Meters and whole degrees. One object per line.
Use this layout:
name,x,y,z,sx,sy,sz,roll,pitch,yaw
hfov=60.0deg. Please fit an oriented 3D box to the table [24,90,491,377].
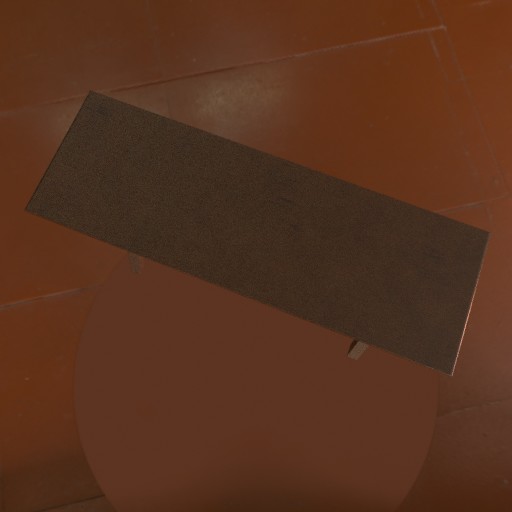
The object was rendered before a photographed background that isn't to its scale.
table,0.000,0.000,1.556,1.197,0.763,0.399,21,77,5
